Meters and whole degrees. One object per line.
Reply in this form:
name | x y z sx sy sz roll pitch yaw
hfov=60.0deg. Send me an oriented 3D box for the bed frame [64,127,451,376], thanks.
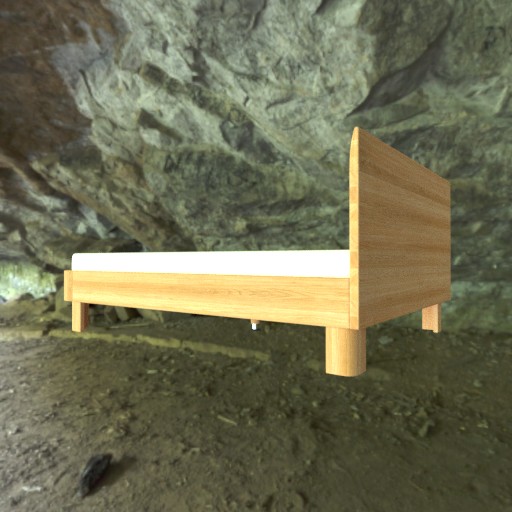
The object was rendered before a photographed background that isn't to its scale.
bed frame | 0.000 0.000 2.806 1.992 0.940 1.472 0 0 36
